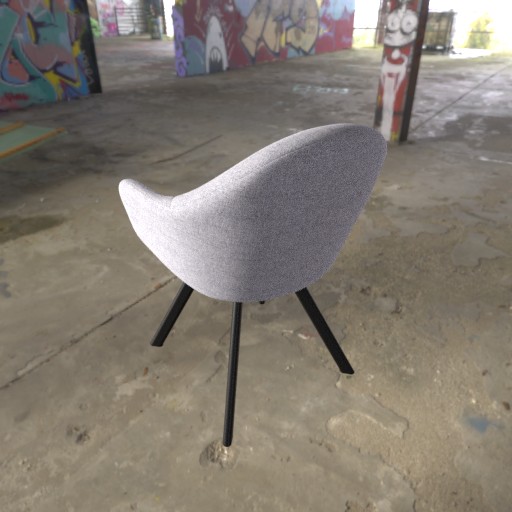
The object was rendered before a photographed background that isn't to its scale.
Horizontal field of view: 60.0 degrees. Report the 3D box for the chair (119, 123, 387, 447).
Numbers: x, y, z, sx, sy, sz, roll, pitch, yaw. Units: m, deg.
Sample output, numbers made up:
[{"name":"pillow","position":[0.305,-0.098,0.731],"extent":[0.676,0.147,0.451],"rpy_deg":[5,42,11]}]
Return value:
[{"name":"chair","position":[0.000,0.000,1.179],"extent":[0.540,0.780,0.570],"rpy_deg":[-19,35,-30]}]
